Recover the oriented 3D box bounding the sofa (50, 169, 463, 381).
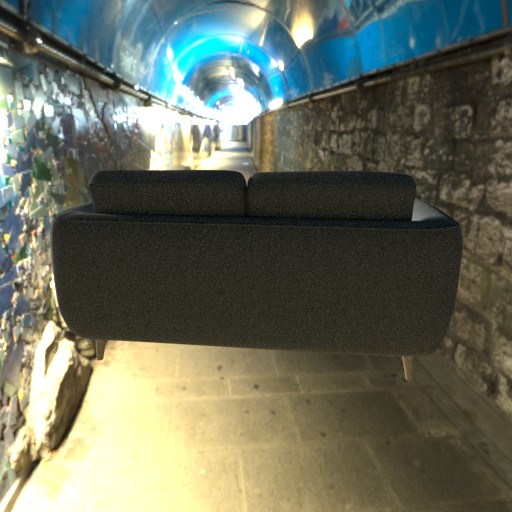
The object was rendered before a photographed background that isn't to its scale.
[{"bbox_3d":[0.000,0.000,2.152,1.700,0.870,0.920,2,16,7],"label":"sofa"}]
